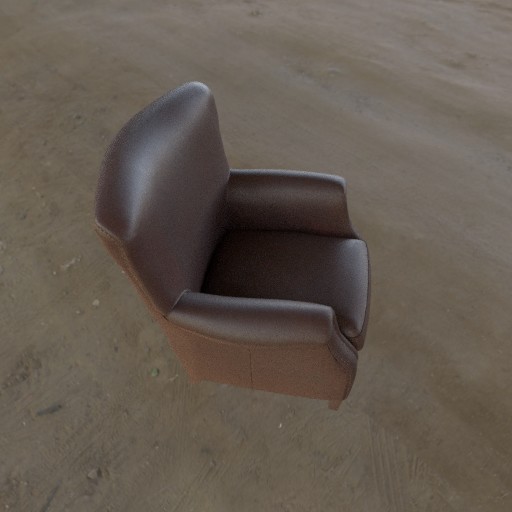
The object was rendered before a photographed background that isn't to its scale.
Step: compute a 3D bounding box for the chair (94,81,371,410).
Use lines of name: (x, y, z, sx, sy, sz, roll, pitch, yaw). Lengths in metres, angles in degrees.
chair: (0.000, 0.000, 1.382, 0.746, 0.800, 0.700, 9, 48, 8)
